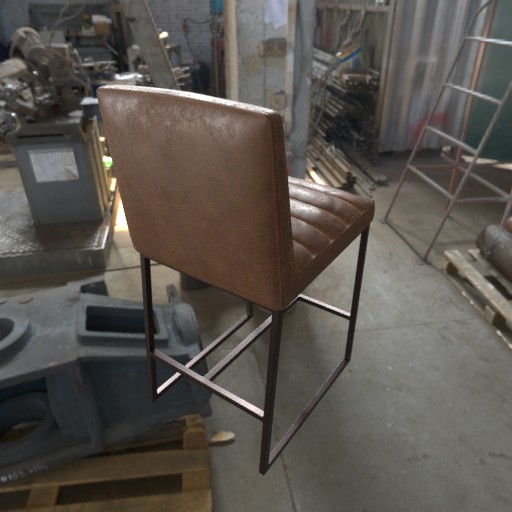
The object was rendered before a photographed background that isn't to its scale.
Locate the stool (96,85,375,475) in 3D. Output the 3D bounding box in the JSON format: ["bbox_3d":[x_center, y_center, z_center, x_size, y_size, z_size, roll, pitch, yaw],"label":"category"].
[{"bbox_3d":[0.000,0.000,1.231,0.463,0.942,0.562,20,36,30],"label":"stool"}]
